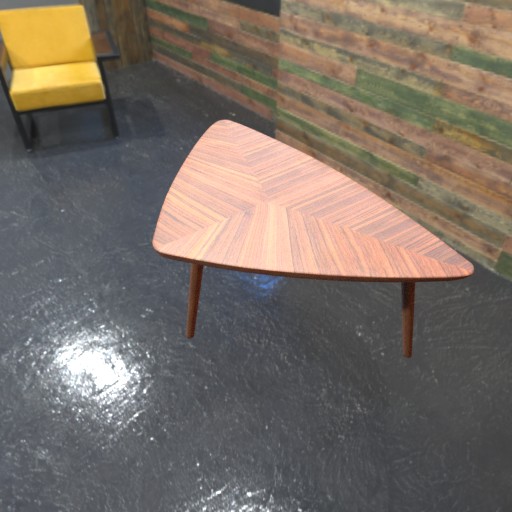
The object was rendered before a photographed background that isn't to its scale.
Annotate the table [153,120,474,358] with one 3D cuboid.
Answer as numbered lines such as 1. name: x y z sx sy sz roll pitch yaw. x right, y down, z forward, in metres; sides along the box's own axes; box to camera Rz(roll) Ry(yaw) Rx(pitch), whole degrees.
1. table: 0.000 0.000 1.304 0.601 0.365 1.008 -26 47 -27
